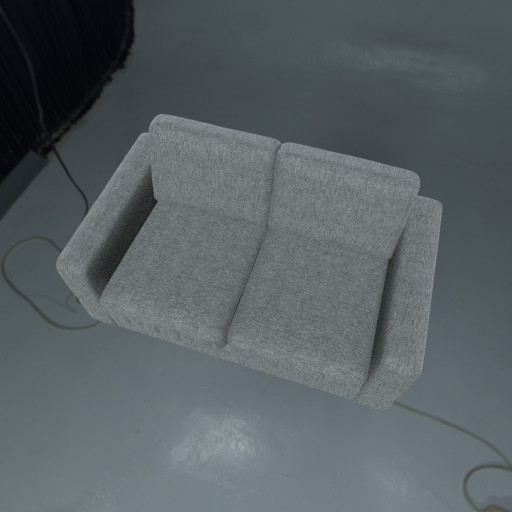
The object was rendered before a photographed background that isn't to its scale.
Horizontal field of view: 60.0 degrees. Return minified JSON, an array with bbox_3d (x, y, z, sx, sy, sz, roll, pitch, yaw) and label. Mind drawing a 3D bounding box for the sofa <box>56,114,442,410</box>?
[{"bbox_3d":[0.000,0.000,2.043,1.520,0.800,0.900,15,59,10],"label":"sofa"}]
